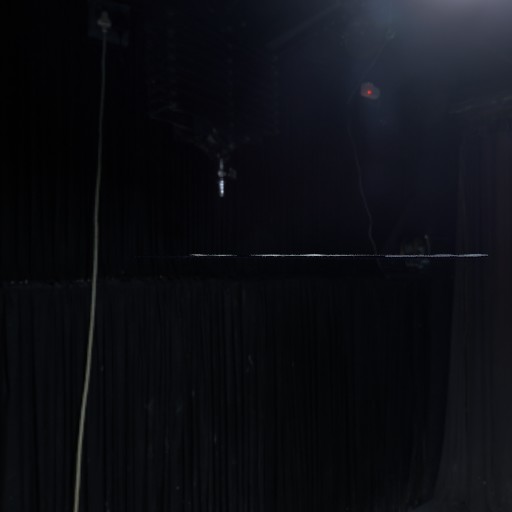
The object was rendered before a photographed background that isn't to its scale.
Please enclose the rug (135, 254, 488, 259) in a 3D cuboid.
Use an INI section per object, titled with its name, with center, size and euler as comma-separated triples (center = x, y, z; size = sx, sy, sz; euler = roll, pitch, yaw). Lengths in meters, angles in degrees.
[rug]
center = 0.000, 0.000, 2.467
size = 0.602, 0.016, 2.283
euler = 0, 0, -34
